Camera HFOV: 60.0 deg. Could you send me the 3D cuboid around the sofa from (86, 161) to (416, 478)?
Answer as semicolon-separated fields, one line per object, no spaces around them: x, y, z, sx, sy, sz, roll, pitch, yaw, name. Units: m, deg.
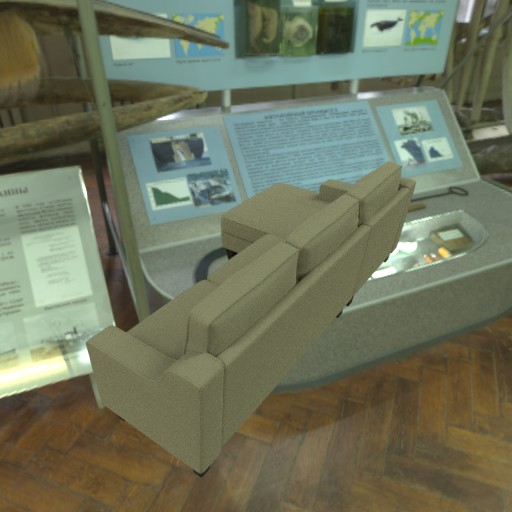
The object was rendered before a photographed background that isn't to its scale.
0.000;0.000;3.048;1.294;0.928;2.561;20;37;29;sofa
